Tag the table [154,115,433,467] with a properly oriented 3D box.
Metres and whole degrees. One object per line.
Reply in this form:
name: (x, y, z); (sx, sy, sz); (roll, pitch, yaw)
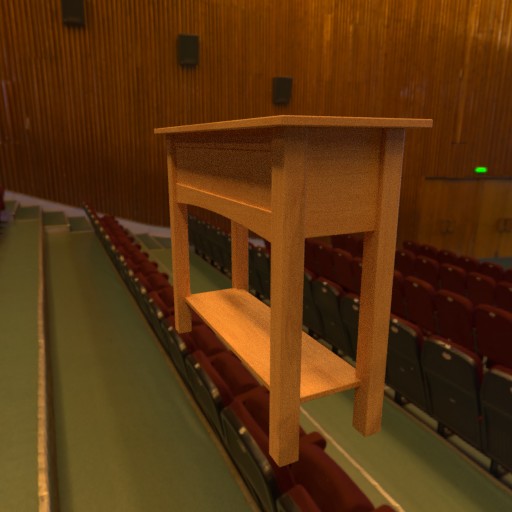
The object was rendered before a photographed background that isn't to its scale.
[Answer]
table: (0.000, 0.000, 1.285); (0.340, 0.728, 0.900); (-7, 16, -25)
